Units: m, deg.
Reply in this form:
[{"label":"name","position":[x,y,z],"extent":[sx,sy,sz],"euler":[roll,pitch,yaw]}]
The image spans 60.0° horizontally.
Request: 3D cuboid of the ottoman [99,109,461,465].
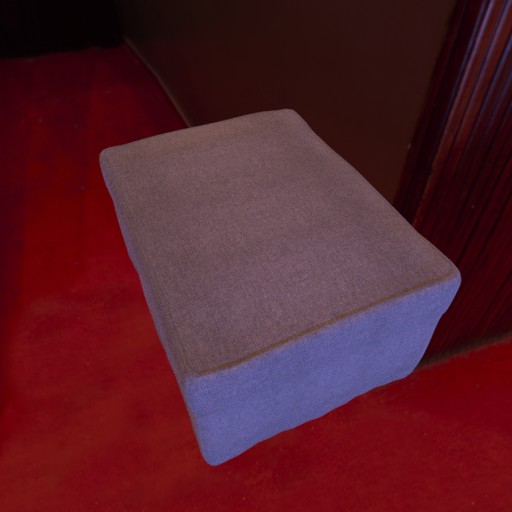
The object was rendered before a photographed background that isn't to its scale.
[{"label":"ottoman","position":[0.000,0.000,1.269],"extent":[0.652,0.492,0.833],"euler":[-19,50,-17]}]
